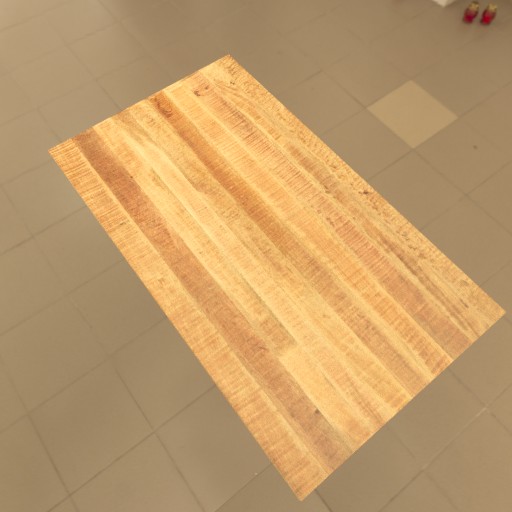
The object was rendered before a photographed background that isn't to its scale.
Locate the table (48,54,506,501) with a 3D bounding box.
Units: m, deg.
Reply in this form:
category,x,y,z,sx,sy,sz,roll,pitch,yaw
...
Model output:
category,x,y,z,sx,sy,sz,roll,pitch,yaw
table,0.000,0.000,1.579,0.760,0.455,1.320,-35,69,-16
